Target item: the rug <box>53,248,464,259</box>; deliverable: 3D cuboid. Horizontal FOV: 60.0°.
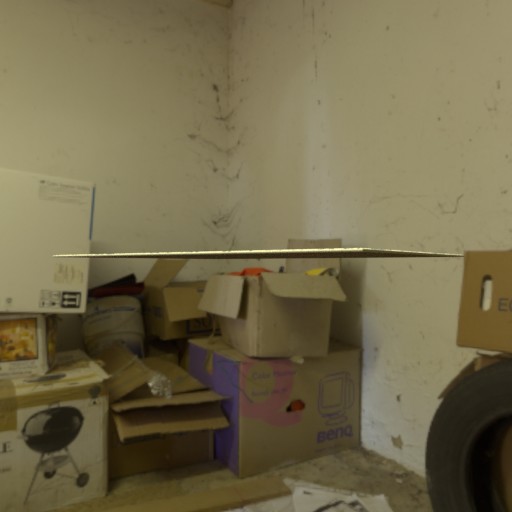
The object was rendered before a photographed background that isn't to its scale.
[{"bbox_3d":[0.000,0.000,2.911,2.197,0.014,1.586,-1,-1,37],"label":"rug"}]
